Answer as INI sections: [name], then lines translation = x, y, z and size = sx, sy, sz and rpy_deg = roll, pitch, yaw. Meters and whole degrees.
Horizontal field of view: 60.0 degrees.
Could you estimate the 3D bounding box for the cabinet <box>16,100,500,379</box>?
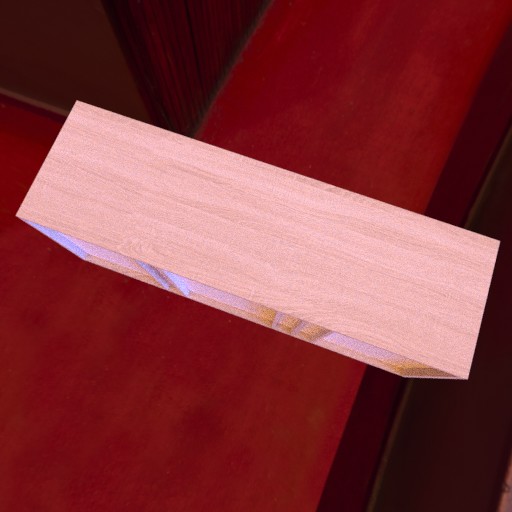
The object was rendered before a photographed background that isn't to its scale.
[cabinet]
translation = 0.000, 0.000, 1.951
size = 1.649, 0.780, 0.500
rpy_deg = 19, 76, 5
